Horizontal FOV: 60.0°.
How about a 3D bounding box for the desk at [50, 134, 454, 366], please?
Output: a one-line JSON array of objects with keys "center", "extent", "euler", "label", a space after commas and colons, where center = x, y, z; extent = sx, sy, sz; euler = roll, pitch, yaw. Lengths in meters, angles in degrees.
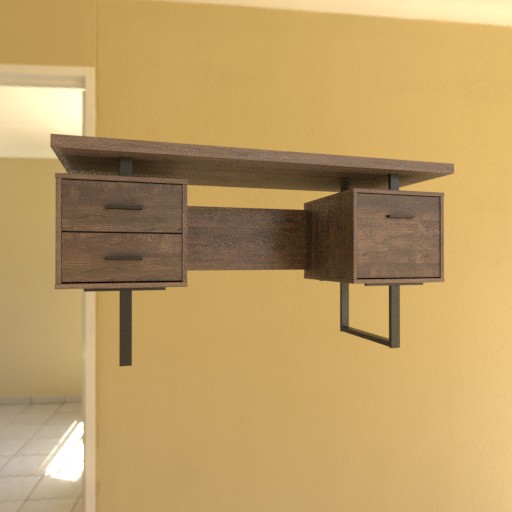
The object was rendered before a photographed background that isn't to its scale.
[{"center": [0.000, 0.000, 1.892], "extent": [1.524, 0.760, 0.600], "euler": [0, 0, -17], "label": "desk"}]
